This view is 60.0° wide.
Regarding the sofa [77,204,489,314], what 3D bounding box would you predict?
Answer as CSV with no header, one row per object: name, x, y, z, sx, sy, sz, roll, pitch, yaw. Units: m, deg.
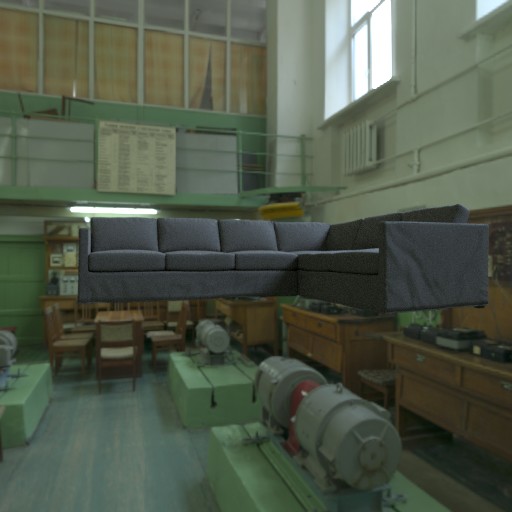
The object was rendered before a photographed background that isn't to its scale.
sofa,0.000,0.000,4.214,3.182,0.871,2.432,0,0,-19
